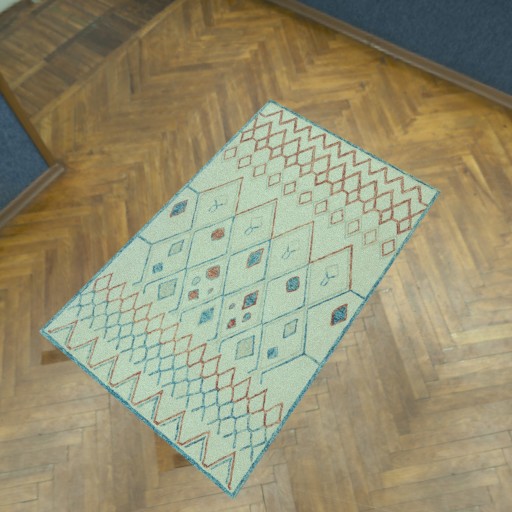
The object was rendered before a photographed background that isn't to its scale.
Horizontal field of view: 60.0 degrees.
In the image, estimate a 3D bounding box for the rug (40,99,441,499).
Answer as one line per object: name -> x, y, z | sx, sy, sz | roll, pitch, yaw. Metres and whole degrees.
rug -> 0.000, 0.000, 2.972 | 1.524, 0.015, 2.438 | 34, 68, 16
